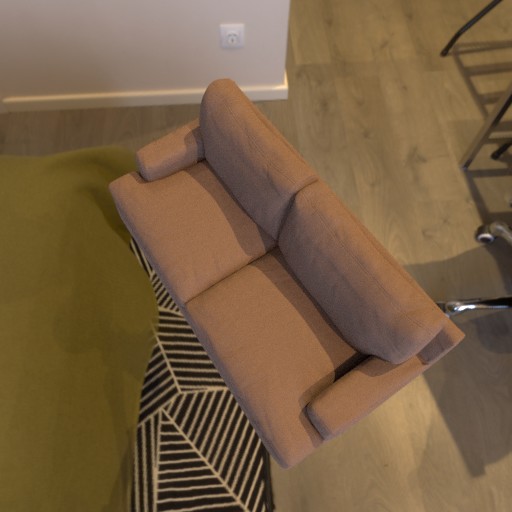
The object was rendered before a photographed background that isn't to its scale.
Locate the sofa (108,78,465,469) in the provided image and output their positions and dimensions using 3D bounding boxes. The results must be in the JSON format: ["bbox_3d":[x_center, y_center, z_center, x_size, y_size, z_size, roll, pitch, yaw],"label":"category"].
[{"bbox_3d":[0.000,0.000,2.828,1.140,0.950,2.274,-31,67,-15],"label":"sofa"}]
